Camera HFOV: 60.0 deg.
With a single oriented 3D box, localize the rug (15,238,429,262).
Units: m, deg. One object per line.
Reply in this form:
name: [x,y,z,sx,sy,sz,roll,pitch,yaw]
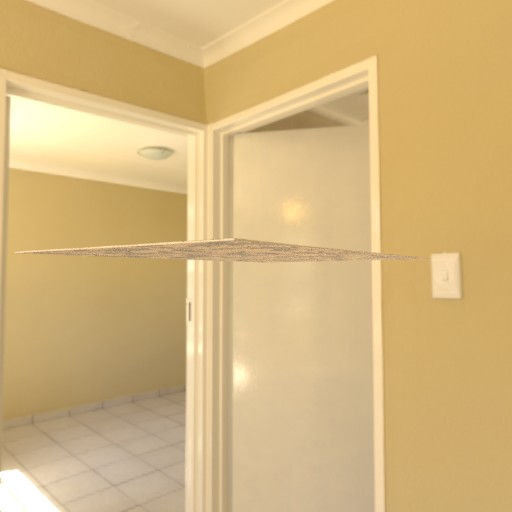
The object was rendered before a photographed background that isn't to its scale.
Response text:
rug: [0.000,0.000,2.827,1.522,0.008,2.284,-2,-3,36]
